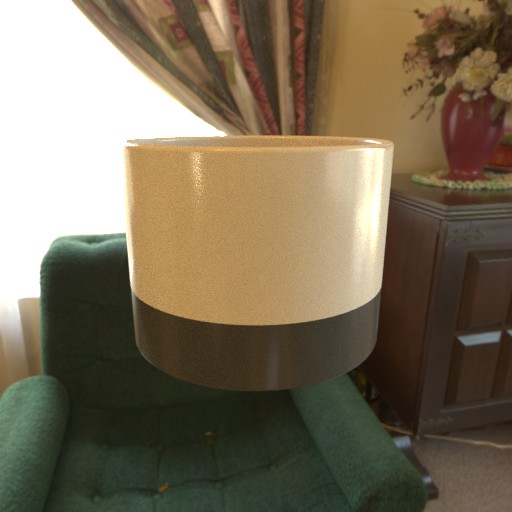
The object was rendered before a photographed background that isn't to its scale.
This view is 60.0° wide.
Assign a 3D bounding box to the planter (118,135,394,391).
[{"bbox_3d":[0.000,0.000,0.349,0.193,0.177,0.193,0,17,0],"label":"planter"}]
